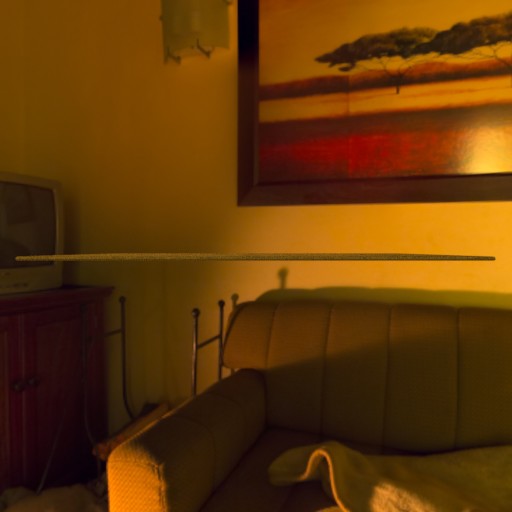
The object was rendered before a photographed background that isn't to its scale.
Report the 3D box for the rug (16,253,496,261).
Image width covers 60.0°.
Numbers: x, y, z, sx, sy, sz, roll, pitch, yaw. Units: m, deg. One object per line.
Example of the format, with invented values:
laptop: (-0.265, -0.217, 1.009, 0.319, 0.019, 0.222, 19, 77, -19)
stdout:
rug: (0.000, 0.000, 2.292, 1.829, 0.016, 1.219, 0, 1, 1)
